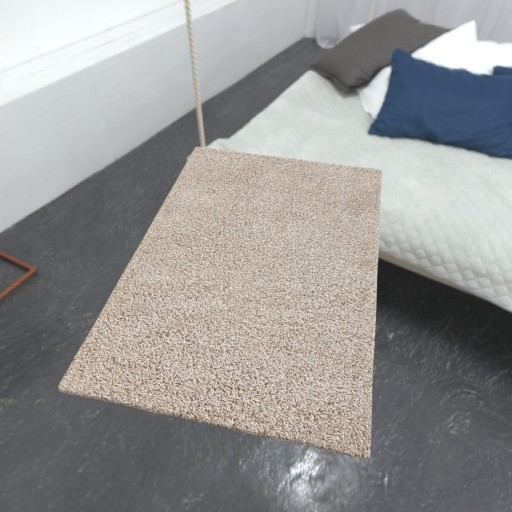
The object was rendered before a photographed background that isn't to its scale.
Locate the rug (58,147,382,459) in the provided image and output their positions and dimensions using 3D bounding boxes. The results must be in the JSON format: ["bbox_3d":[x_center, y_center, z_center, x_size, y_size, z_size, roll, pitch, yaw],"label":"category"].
[{"bbox_3d":[0.000,0.000,2.260,1.219,0.030,1.778,9,47,9],"label":"rug"}]
